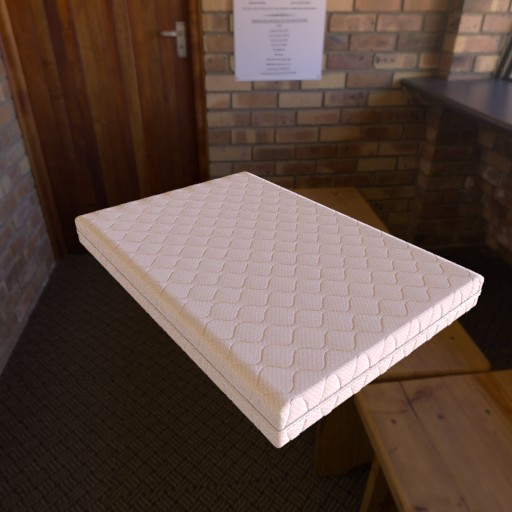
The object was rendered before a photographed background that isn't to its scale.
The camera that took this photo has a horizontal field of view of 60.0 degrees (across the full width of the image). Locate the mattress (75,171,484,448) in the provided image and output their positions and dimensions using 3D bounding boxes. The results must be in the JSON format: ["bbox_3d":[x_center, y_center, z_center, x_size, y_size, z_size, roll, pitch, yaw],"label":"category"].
[{"bbox_3d":[0.000,0.000,2.585,1.400,0.200,2.000,-22,37,-33],"label":"mattress"}]
